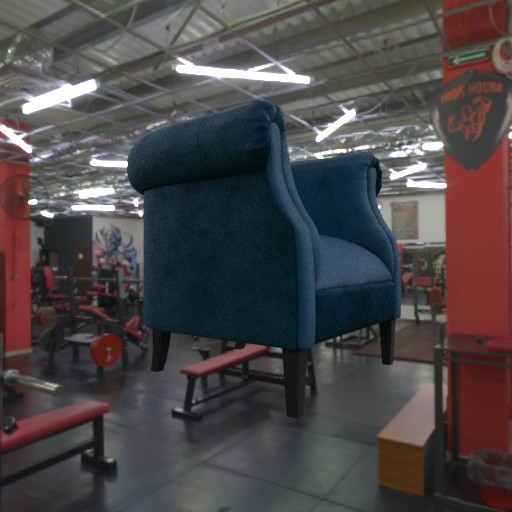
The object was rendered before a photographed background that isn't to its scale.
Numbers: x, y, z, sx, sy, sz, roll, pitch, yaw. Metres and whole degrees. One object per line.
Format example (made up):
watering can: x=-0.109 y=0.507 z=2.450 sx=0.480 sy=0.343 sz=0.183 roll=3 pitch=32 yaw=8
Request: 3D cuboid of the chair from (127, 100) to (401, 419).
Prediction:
chair: x=0.000 y=0.000 z=1.638 sx=0.851 sy=0.826 sz=0.904 roll=0 pitch=0 yaw=36
